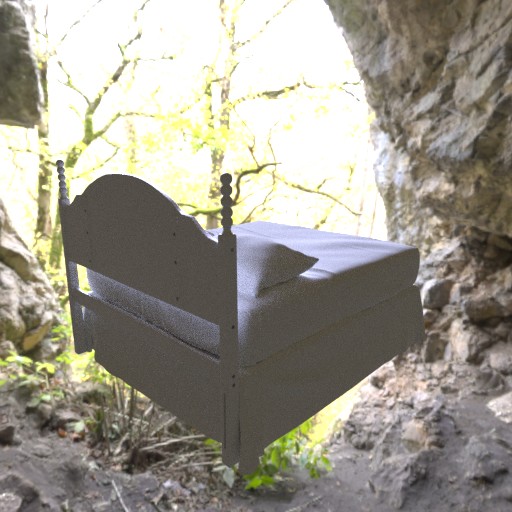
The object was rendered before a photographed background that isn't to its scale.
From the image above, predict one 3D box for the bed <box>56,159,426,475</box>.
[{"bbox_3d":[0.000,0.000,3.146,1.873,1.356,2.040,14,20,43],"label":"bed"}]
